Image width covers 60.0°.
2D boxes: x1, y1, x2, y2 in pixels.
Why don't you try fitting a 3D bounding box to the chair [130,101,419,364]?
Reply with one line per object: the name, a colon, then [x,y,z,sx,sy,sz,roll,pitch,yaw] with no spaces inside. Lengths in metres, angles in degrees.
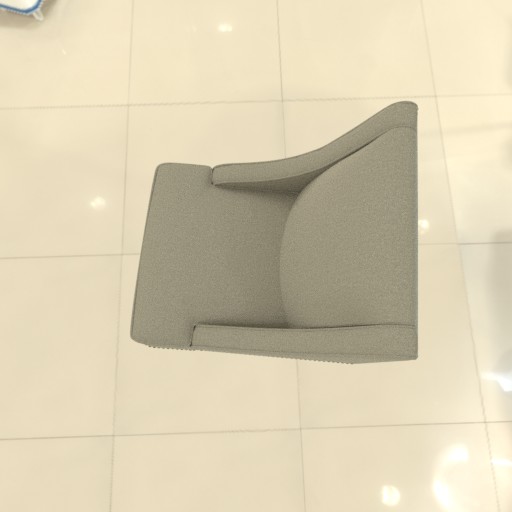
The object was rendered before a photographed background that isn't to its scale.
chair: [0.000,0.000,1.396,0.737,0.864,0.610,5,76,1]
